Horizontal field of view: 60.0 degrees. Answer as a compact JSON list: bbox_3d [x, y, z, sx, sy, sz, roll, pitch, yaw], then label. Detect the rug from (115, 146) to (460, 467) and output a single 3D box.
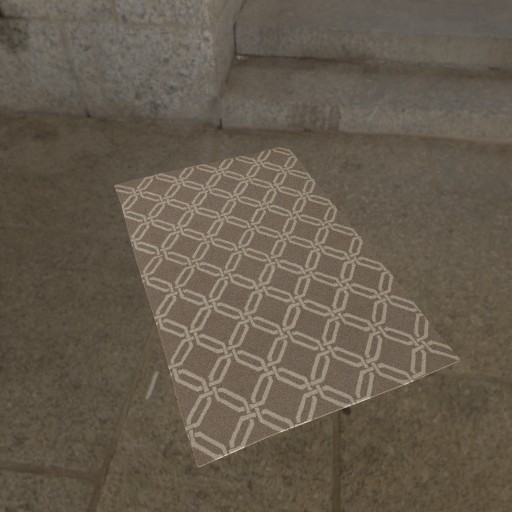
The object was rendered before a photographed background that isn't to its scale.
[{"bbox_3d":[0.000,0.000,2.245,1.142,0.010,1.748,-16,48,-15],"label":"rug"}]
